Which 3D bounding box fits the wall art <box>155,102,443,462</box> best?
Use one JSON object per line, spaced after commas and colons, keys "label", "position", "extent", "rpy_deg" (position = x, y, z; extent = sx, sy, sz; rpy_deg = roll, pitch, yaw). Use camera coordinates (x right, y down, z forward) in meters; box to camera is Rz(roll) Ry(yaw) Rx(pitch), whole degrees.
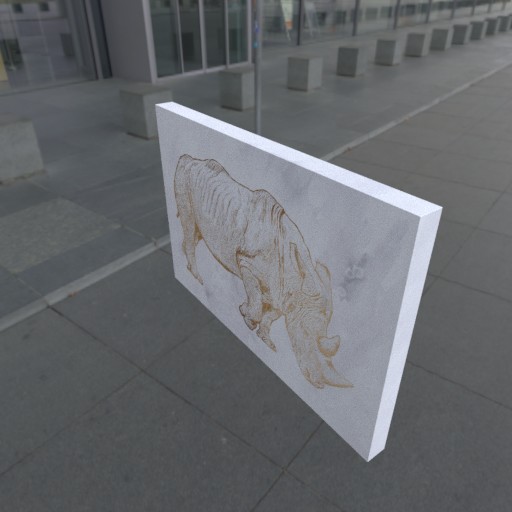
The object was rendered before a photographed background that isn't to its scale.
{"label": "wall art", "position": [0.000, 0.000, 0.772], "extent": [0.038, 0.407, 0.609], "rpy_deg": [-21, 37, -31]}
